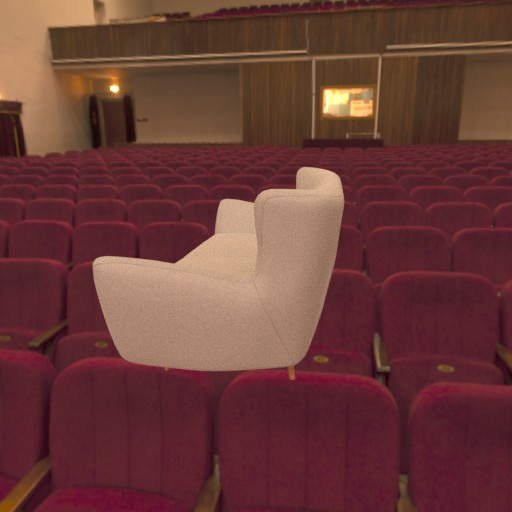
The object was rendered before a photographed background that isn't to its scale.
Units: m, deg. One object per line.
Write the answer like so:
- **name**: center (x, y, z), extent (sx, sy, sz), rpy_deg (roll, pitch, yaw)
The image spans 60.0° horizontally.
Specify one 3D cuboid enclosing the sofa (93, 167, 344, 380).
- **sofa**: center (0.000, 0.000, 2.436), extent (0.899, 0.890, 1.930), rpy_deg (2, 14, 9)
